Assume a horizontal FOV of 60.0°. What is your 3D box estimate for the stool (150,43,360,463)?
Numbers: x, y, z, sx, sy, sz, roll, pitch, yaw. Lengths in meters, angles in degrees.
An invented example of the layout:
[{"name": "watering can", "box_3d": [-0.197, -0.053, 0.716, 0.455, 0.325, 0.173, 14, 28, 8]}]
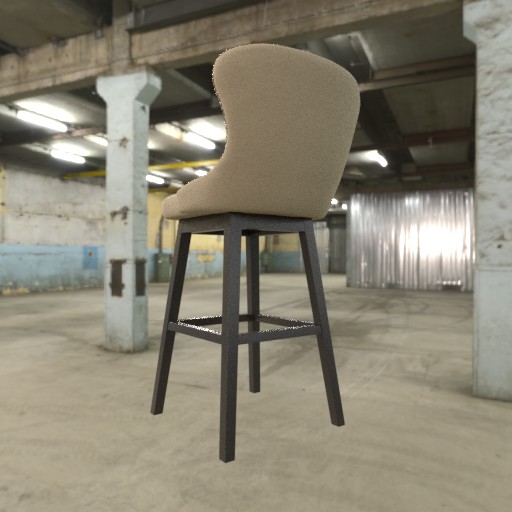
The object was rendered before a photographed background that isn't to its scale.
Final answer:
[{"name": "stool", "box_3d": [0.000, 0.000, 1.408, 0.528, 1.066, 0.605, 1, -1, -37]}]
